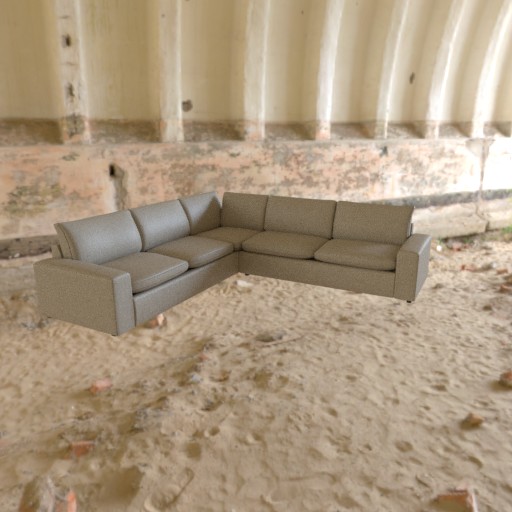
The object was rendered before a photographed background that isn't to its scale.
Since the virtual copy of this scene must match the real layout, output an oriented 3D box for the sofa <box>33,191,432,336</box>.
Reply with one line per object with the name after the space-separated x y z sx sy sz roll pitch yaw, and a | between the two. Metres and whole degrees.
0.000 0.000 4.131 2.742 0.800 2.622 8 17 27 | sofa
